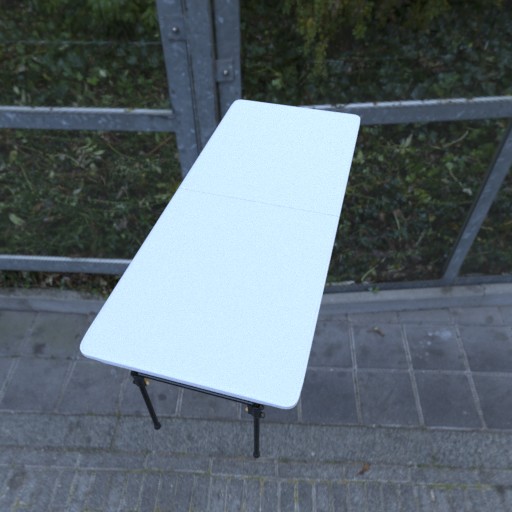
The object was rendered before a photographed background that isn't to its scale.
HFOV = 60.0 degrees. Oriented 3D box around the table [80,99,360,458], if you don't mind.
[{"bbox_3d":[0.000,0.000,2.277,0.761,0.719,1.829,11,47,11],"label":"table"}]
